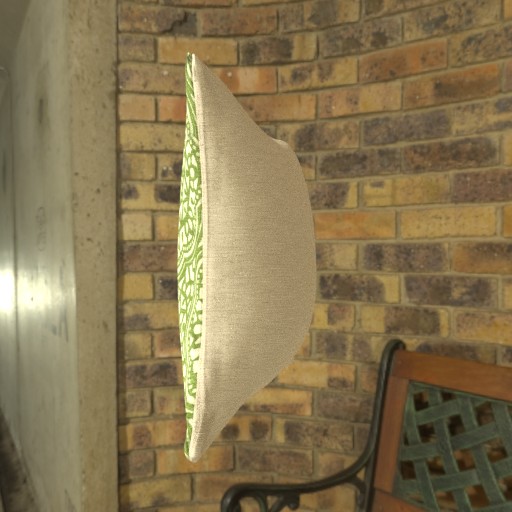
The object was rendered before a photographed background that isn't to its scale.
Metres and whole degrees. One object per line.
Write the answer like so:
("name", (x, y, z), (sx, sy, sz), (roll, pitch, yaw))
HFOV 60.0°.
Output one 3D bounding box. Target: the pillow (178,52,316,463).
("pillow", (0.000, 0.000, 0.656), (0.162, 0.419, 0.440), (0, 0, 18))
